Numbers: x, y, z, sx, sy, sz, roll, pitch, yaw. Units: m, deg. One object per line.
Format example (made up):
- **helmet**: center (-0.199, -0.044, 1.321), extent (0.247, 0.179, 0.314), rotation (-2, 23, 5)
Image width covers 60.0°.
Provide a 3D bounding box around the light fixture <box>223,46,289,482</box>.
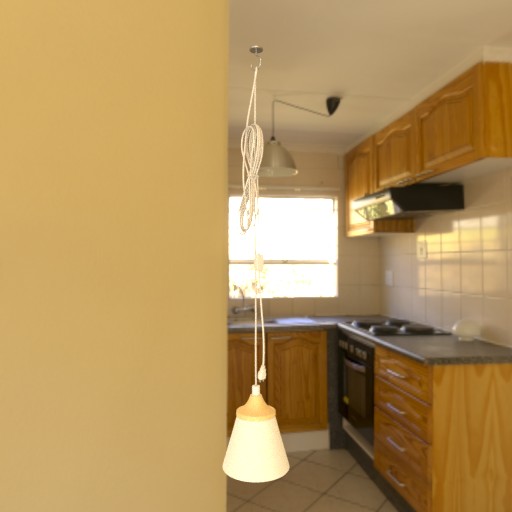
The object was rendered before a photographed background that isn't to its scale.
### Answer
- **light fixture**: center (0.000, 0.000, 1.027), extent (0.153, 0.966, 0.153), rotation (0, -1, -19)
